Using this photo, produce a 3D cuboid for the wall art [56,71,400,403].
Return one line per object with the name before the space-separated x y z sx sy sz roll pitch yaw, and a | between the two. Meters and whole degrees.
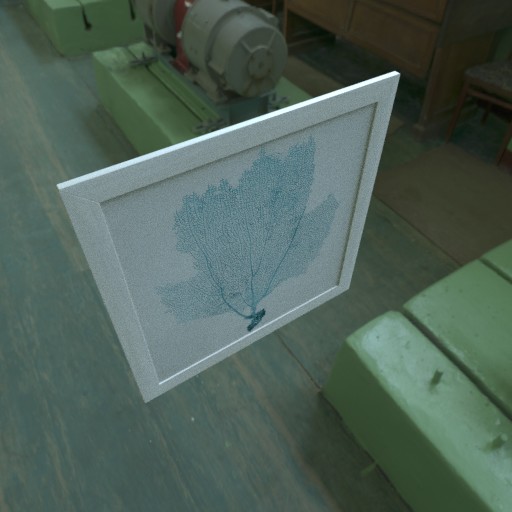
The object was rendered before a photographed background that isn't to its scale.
wall art | 0.000 0.000 0.865 0.584 0.584 0.013 -25 52 -22
